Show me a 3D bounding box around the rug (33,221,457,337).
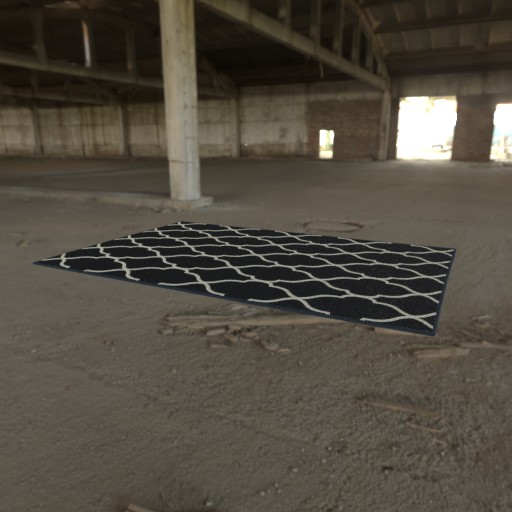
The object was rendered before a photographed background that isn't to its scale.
[{"bbox_3d":[0.000,0.000,2.849,2.290,0.014,1.526,7,17,25],"label":"rug"}]
